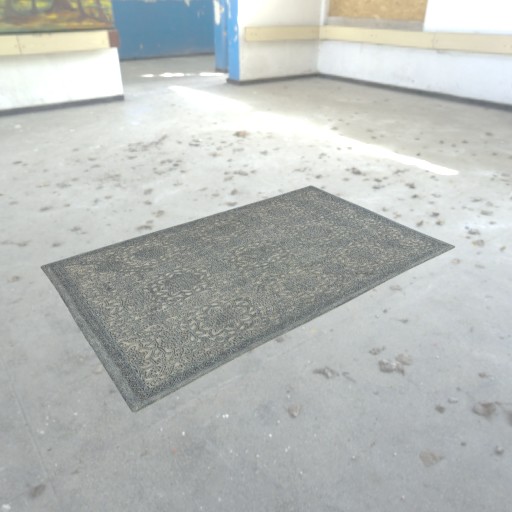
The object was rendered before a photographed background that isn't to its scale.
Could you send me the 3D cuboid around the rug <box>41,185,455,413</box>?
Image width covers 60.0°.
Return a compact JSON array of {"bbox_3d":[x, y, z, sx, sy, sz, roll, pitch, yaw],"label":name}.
[{"bbox_3d":[0.000,0.000,3.108,2.498,0.022,1.535,-21,36,-31],"label":"rug"}]
